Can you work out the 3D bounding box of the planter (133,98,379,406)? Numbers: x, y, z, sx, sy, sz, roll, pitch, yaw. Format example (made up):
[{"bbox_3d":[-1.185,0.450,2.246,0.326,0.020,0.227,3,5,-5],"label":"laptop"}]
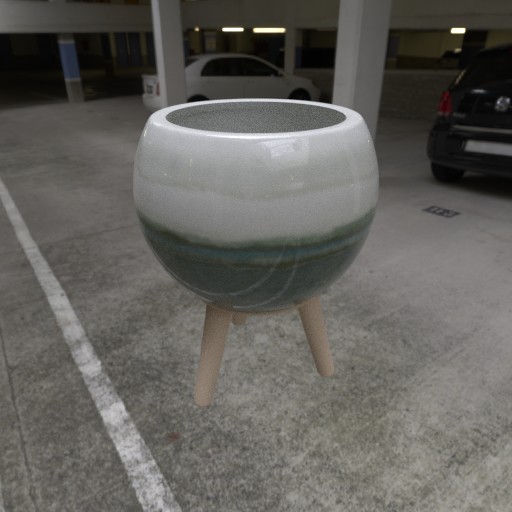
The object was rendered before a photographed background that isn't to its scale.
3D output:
[{"bbox_3d":[0.000,0.000,0.447,0.222,0.278,0.222,0,27,0],"label":"planter"}]
